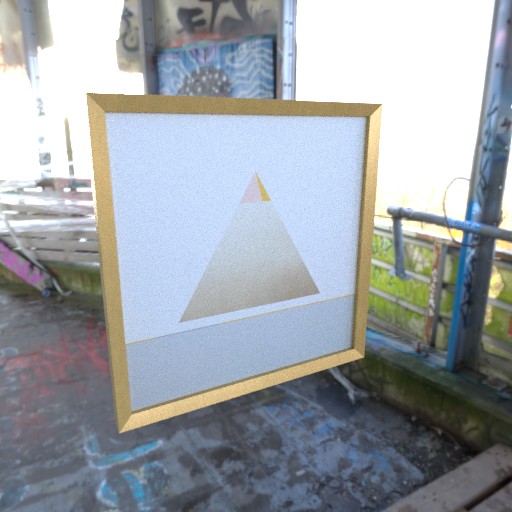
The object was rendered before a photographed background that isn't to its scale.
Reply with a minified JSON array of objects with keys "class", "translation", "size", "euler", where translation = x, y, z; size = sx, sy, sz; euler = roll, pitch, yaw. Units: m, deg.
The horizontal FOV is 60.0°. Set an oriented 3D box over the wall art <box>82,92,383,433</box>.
[{"class":"wall art","translation":[0.000,0.000,2.896],"size":[1.935,1.936,0.097],"euler":[-9,18,-28]}]
